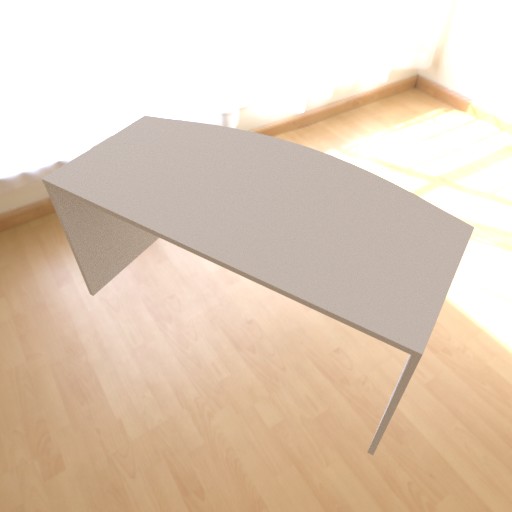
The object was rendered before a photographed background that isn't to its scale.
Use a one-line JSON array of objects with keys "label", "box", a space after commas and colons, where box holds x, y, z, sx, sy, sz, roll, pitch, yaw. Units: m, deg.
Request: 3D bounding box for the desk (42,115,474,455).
[{"label": "desk", "box": [0.000, 0.000, 2.052, 1.600, 0.750, 0.802, 24, 50, 22]}]
